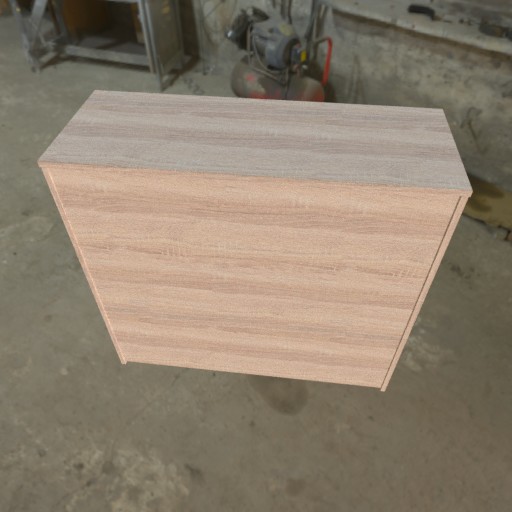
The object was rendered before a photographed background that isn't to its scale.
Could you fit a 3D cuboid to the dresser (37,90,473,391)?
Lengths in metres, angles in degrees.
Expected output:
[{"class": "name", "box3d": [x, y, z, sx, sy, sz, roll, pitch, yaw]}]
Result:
[{"class": "dresser", "box3d": [0.000, 0.000, 1.443, 0.980, 0.900, 0.380, 5, 46, 5]}]
